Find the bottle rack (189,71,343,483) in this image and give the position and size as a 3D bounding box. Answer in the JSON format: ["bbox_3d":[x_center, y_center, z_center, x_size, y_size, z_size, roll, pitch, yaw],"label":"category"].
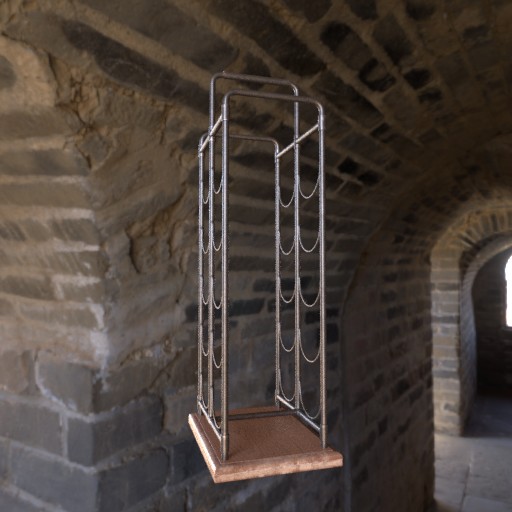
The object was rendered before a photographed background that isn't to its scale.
[{"bbox_3d":[0.000,0.000,0.824,0.208,0.680,0.276,1,-2,-17],"label":"bottle rack"}]
